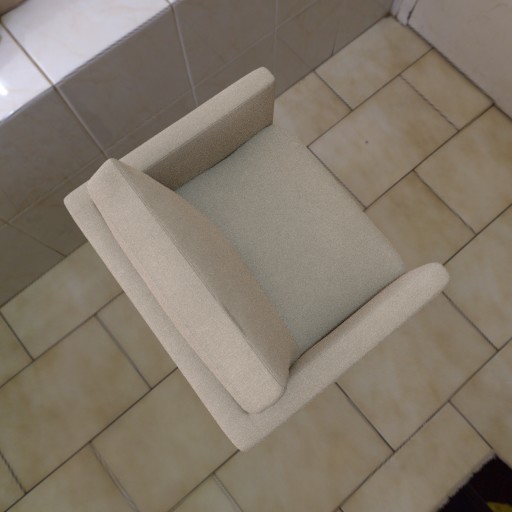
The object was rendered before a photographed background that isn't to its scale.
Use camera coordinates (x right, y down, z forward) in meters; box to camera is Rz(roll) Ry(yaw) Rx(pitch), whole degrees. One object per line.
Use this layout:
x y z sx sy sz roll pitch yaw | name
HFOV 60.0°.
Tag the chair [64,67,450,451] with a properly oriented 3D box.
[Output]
0.000 0.000 1.814 0.959 0.961 1.107 -37 79 -8 | chair
